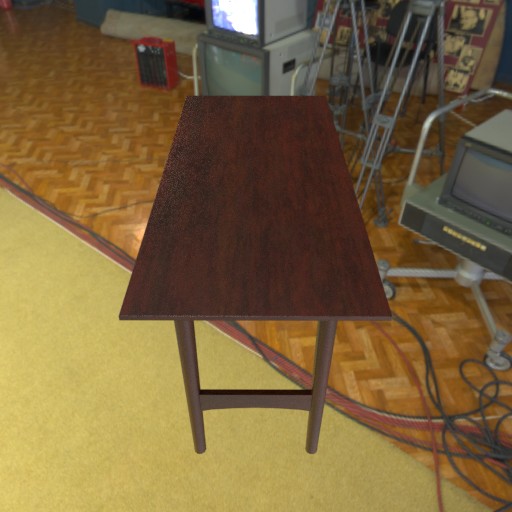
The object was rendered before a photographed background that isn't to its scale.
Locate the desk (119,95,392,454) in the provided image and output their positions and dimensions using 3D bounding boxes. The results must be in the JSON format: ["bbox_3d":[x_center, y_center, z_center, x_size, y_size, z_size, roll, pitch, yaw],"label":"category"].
[{"bbox_3d":[0.000,0.000,1.718,0.612,0.758,1.277,0,41,0],"label":"desk"}]
